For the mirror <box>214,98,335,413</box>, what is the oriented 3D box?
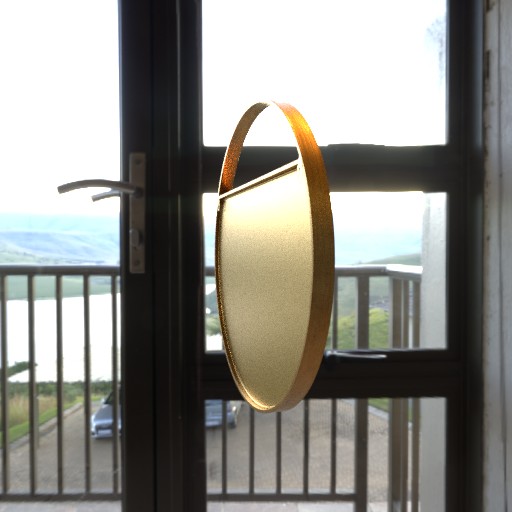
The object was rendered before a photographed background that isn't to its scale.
[{"bbox_3d":[0.000,0.000,0.844,0.032,0.565,0.565,0,1,-18],"label":"mirror"}]
